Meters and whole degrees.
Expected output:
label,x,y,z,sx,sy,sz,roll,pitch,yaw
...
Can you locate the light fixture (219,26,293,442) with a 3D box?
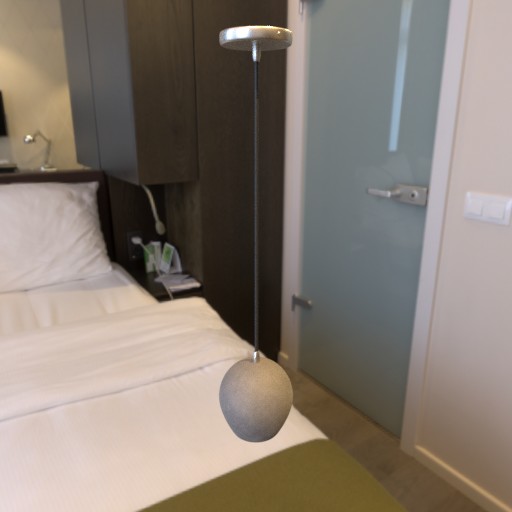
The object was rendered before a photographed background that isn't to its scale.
label,x,y,z,sx,sy,sz,roll,pitch,yaw
light fixture,0.000,0.000,0.834,0.153,0.760,0.153,8,19,25
